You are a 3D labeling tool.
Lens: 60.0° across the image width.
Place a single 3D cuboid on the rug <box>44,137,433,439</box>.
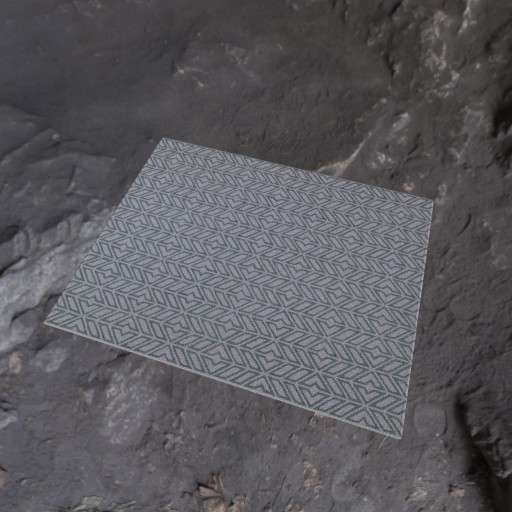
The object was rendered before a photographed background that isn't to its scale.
[{"bbox_3d":[0.000,0.000,4.178,3.050,0.017,2.441,15,58,10],"label":"rug"}]
